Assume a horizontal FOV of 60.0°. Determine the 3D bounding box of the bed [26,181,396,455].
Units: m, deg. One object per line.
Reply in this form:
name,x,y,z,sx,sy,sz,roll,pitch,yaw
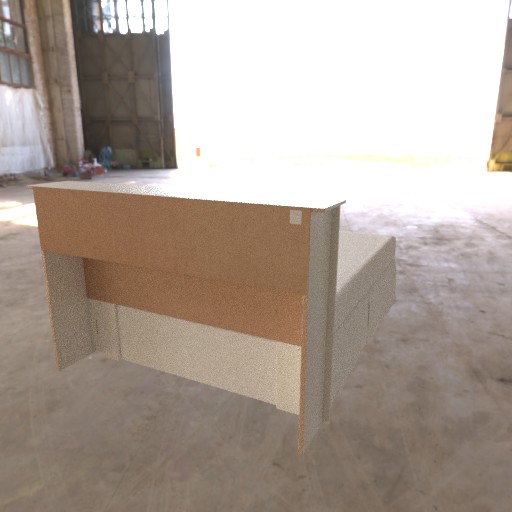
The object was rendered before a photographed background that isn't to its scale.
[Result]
bed,0.000,0.000,3.059,1.671,1.092,2.133,8,17,26
